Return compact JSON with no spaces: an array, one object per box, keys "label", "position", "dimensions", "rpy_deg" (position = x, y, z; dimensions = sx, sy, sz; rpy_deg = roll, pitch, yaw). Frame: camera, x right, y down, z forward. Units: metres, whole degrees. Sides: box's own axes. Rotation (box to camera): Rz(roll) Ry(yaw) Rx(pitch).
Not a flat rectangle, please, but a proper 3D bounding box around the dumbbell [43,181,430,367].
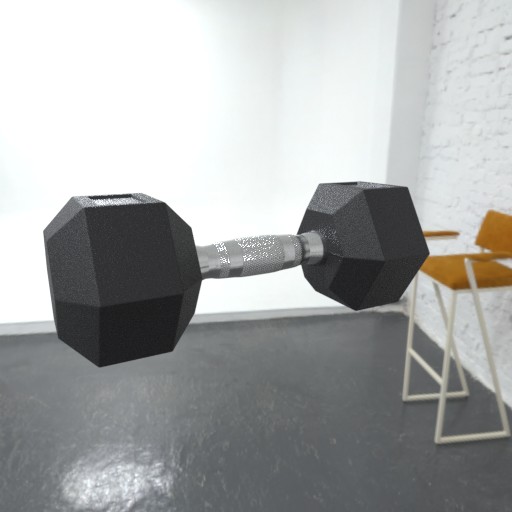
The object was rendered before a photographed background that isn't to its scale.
[{"label":"dumbbell","position":[0.000,0.000,0.420],"dimensions":[0.356,0.123,0.141],"rpy_deg":[-8,16,-27]}]
